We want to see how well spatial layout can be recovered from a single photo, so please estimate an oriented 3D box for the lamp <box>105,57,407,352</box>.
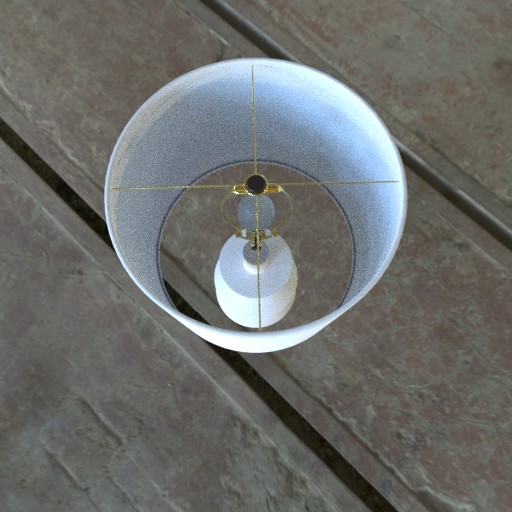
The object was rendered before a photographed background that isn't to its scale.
[{"bbox_3d":[0.000,0.000,0.697,0.301,0.533,0.301,-2,75,0],"label":"lamp"}]
